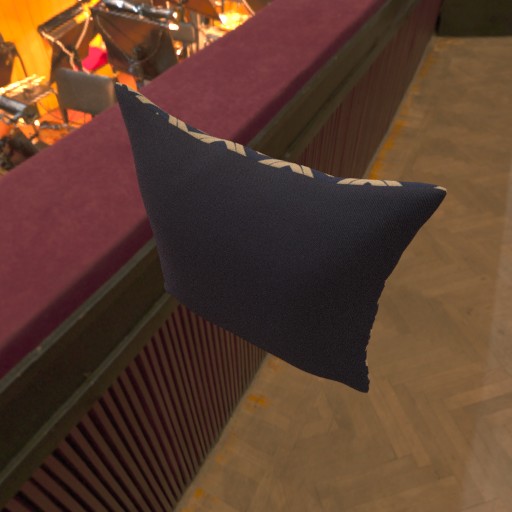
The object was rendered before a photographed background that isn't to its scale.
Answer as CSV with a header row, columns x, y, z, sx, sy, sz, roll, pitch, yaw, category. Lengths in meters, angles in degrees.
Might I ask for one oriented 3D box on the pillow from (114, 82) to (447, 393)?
x,y,z,sx,sy,sz,roll,pitch,yaw,category
0.000,0.000,0.765,0.504,0.494,0.188,24,51,21,pillow
